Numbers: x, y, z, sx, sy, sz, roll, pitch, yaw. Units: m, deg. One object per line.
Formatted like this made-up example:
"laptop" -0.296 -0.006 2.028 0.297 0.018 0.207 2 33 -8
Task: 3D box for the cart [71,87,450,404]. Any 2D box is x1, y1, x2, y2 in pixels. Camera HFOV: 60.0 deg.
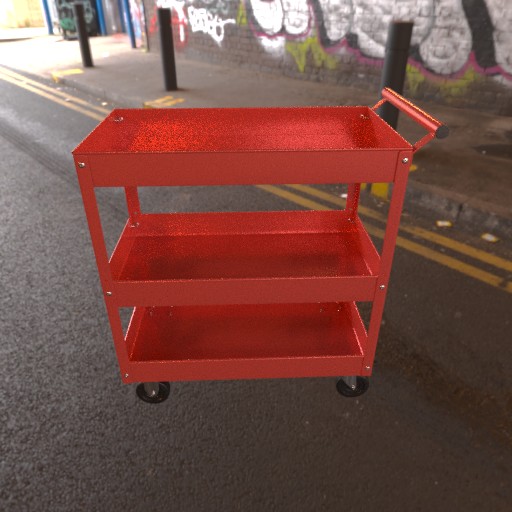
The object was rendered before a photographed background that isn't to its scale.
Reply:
"cart" 0.000 0.000 1.178 0.719 0.780 0.366 -1 31 -2
